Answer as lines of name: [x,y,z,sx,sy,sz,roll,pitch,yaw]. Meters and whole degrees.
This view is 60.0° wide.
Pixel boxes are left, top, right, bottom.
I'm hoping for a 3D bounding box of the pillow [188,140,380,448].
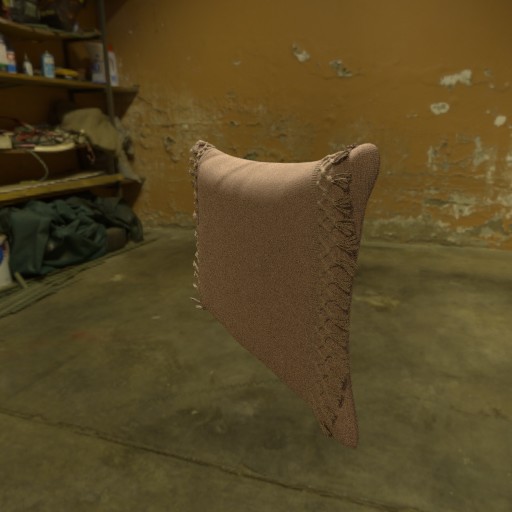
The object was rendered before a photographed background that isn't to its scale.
pillow: [0.000,0.000,0.603,0.084,0.305,0.466,-7,17,-25]
